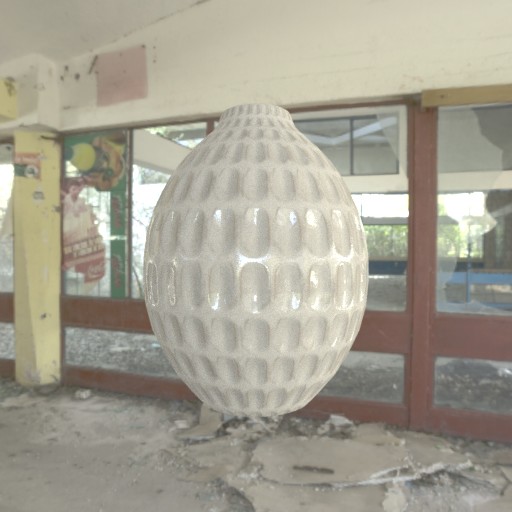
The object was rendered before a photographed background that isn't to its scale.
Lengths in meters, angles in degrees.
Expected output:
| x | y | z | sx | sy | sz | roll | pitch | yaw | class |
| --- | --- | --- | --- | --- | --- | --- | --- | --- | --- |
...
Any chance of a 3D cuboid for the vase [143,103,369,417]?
| x | y | z | sx | sy | sz | roll | pitch | yaw | class |
| --- | --- | --- | --- | --- | --- | --- | --- | --- | --- |
| 0.000 | 0.000 | 0.260 | 0.128 | 0.167 | 0.128 | 0 | 1 | 0 | vase |
